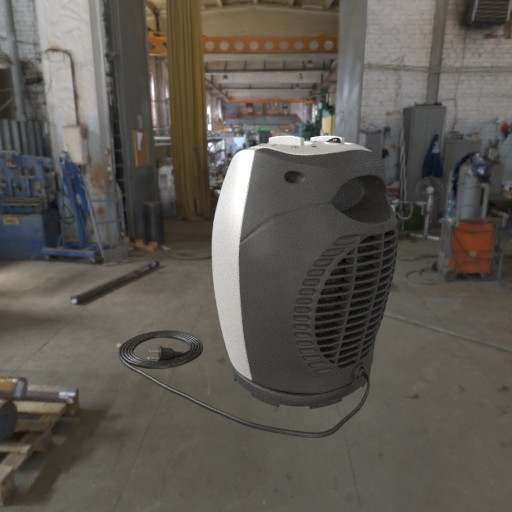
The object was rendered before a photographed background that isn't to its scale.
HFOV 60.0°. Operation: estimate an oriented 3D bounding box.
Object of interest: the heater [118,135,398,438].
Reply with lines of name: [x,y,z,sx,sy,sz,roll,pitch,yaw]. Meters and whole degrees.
heater: [0.000,0.000,0.486,0.239,0.255,0.291,-14,20,-41]
